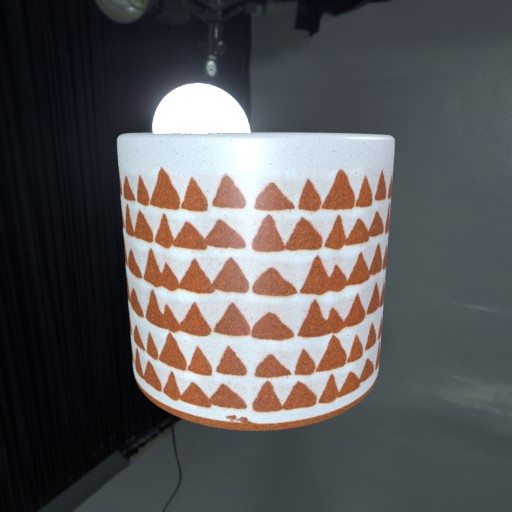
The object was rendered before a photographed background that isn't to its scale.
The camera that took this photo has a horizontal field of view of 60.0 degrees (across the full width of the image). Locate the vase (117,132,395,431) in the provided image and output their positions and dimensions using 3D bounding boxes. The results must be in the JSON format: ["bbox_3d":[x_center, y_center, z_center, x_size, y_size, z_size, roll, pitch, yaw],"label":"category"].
[{"bbox_3d":[0.000,0.000,0.242,0.137,0.127,0.137,0,14,0],"label":"vase"}]
